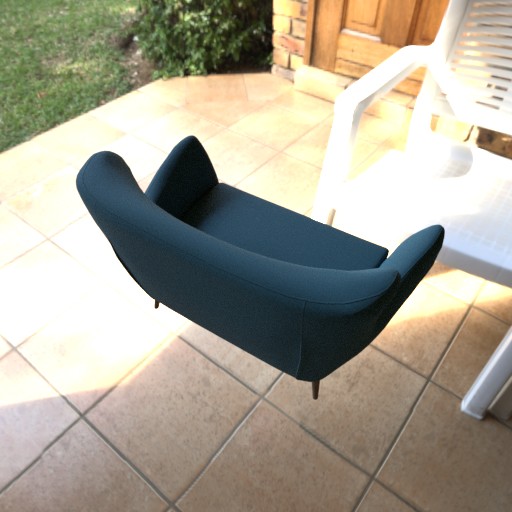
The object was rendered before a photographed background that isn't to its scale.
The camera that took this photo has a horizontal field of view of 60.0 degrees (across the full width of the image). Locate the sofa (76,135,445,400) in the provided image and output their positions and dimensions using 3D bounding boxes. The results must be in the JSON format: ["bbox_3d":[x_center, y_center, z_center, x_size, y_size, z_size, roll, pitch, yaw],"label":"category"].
[{"bbox_3d":[0.000,0.000,2.004,1.397,0.889,0.889,25,51,22],"label":"sofa"}]
